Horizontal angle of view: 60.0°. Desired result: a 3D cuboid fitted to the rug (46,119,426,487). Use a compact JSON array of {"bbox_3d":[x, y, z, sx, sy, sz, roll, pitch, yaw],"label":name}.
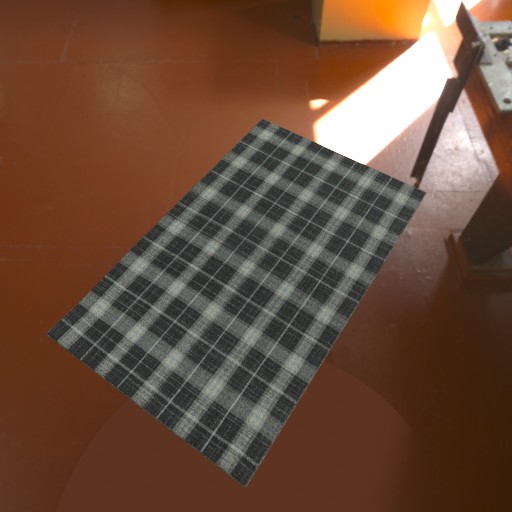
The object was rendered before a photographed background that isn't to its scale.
[{"bbox_3d":[0.000,0.000,3.073,1.520,0.015,2.434,30,62,18],"label":"rug"}]
